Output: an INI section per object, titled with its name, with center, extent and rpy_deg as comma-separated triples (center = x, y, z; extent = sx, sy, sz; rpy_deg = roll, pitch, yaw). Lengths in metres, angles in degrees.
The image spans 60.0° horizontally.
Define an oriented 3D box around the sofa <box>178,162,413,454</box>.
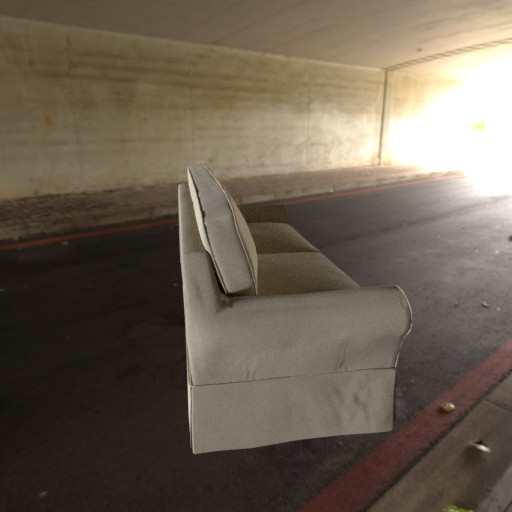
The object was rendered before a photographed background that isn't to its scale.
[sofa]
center = 0.000, 0.000, 2.698
extent = 0.900, 1.014, 2.246
rpy_deg = -3, 16, -9
